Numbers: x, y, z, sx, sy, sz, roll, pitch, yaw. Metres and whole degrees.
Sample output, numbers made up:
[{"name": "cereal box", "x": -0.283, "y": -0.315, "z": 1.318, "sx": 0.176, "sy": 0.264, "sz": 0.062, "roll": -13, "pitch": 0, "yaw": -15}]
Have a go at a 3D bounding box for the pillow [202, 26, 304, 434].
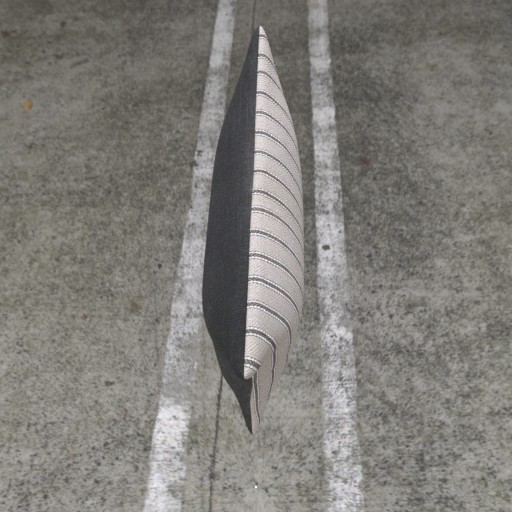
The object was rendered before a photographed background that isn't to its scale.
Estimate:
[{"name": "pillow", "x": 0.000, "y": 0.000, "z": 0.679, "sx": 0.138, "sy": 0.444, "sz": 0.468, "roll": 2, "pitch": 62, "yaw": 1}]
